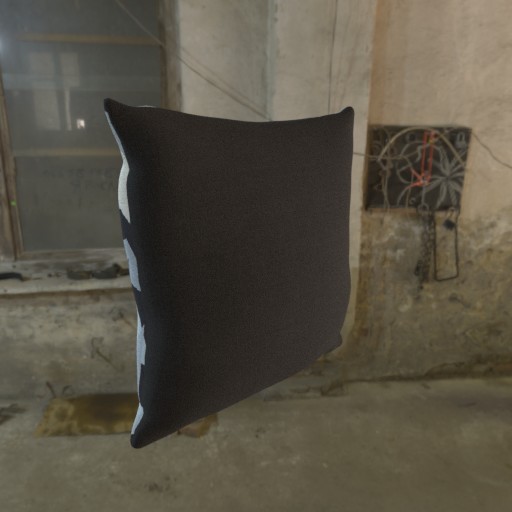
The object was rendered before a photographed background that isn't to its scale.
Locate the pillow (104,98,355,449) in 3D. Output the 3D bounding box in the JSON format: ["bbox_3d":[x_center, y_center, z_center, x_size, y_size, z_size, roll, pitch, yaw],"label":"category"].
[{"bbox_3d":[0.000,0.000,0.750,0.503,0.496,0.208,-14,21,-41],"label":"pillow"}]
